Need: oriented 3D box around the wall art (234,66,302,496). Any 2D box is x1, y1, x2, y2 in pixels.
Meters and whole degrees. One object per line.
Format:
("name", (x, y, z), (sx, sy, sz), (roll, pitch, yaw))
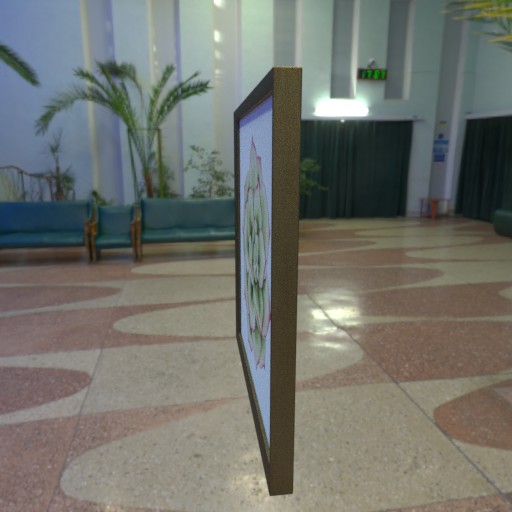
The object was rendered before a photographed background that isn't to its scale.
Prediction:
("wall art", (0.000, 0.000, 0.746), (0.031, 0.506, 0.503), (-2, 13, -7))
